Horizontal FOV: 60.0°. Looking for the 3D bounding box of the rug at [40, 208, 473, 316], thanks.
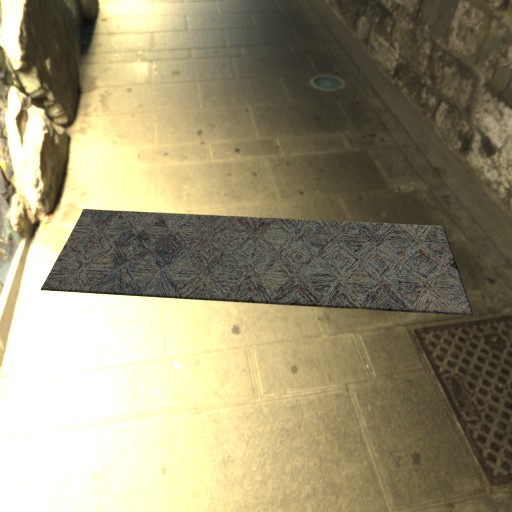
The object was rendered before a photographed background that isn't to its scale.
[{"bbox_3d":[0.000,0.000,2.570,2.292,0.015,0.688,3,46,3],"label":"rug"}]
